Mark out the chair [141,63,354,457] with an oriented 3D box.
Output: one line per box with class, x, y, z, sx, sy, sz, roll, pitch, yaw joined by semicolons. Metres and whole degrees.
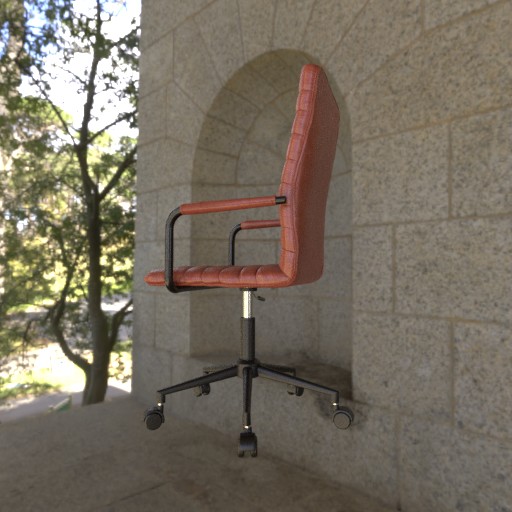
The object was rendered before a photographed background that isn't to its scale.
chair;0.000;0.000;1.355;0.580;0.979;0.608;-1;-2;18
